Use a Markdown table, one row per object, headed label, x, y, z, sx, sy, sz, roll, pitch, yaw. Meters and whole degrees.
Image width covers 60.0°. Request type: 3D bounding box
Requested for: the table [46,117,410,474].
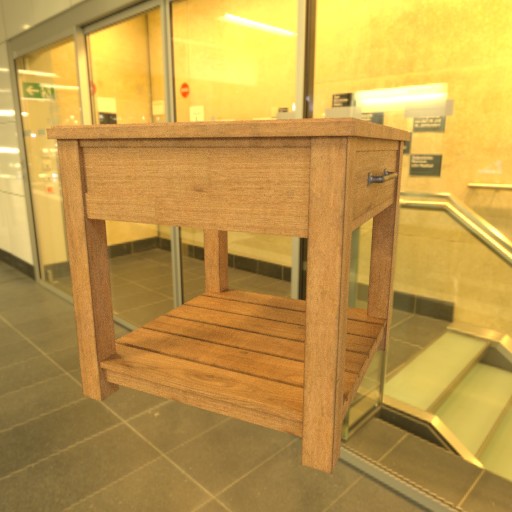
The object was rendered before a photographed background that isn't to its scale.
| label | x | y | z | sx | sy | sz | roll | pitch | yaw |
| --- | --- | --- | --- | --- | --- | --- | --- | --- | --- |
| table | 0.000 | 0.000 | 1.075 | 0.612 | 0.593 | 0.616 | 6 | 15 | 25 |
